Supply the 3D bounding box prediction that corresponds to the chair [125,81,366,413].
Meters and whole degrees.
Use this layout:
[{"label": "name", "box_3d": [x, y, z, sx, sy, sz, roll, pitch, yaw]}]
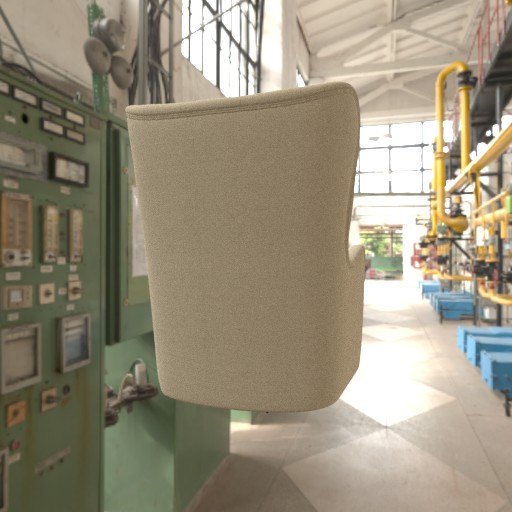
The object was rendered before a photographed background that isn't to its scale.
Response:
[{"label": "chair", "box_3d": [0.000, 0.000, 1.762, 0.831, 1.079, 0.929, 0, 0, 17]}]
